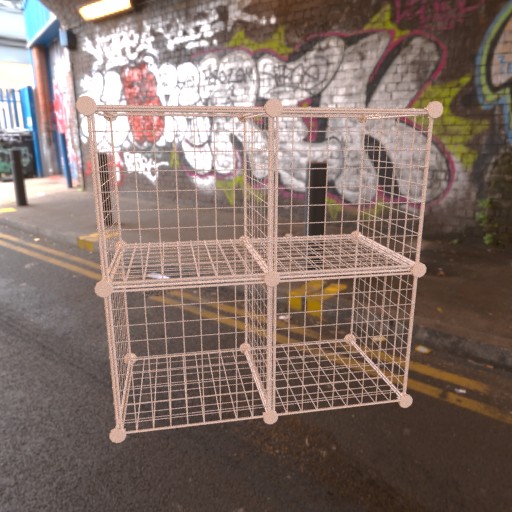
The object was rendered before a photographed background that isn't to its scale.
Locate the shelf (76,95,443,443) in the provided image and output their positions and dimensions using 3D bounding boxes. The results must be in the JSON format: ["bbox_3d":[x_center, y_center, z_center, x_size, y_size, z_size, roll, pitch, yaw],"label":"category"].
[{"bbox_3d":[0.000,0.000,1.099,0.711,0.711,0.356,-3,15,-11],"label":"shelf"}]
